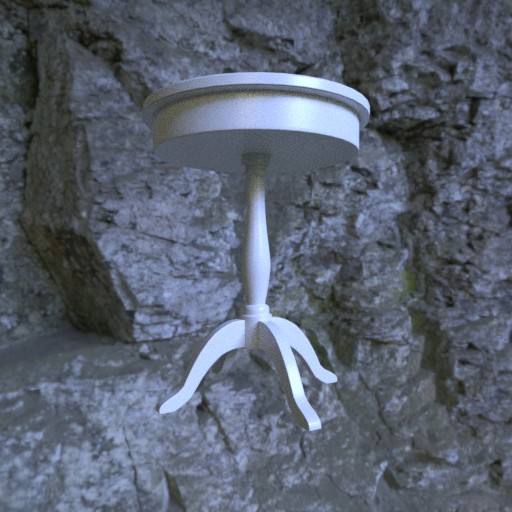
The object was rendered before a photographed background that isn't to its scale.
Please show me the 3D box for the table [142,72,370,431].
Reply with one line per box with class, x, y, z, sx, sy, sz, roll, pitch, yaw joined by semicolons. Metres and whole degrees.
table;0.000;0.000;1.036;0.513;0.653;0.513;0;1;0
